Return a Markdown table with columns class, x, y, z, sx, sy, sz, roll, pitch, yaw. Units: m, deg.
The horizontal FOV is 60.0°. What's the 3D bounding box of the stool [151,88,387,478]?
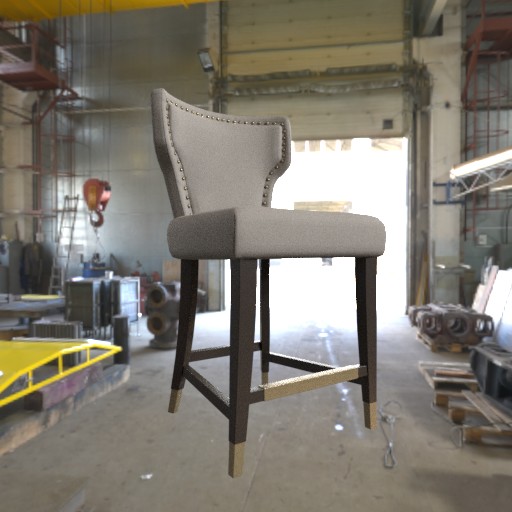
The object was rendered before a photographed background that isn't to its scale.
| class | x | y | z | sx | sy | sz | roll | pitch | yaw |
| --- | --- | --- | --- | --- | --- | --- | --- | --- | --- |
| stool | 0.000 | 0.000 | 1.322 | 0.527 | 0.982 | 0.563 | -1 | 1 | -35 |
